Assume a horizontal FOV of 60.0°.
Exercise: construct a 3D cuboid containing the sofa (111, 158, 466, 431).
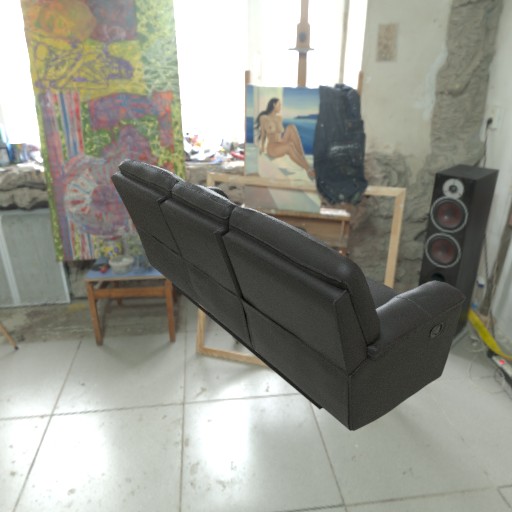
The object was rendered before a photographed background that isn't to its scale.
[{"bbox_3d":[0.000,0.000,3.150,1.104,1.134,2.627,-17,30,-33],"label":"sofa"}]
